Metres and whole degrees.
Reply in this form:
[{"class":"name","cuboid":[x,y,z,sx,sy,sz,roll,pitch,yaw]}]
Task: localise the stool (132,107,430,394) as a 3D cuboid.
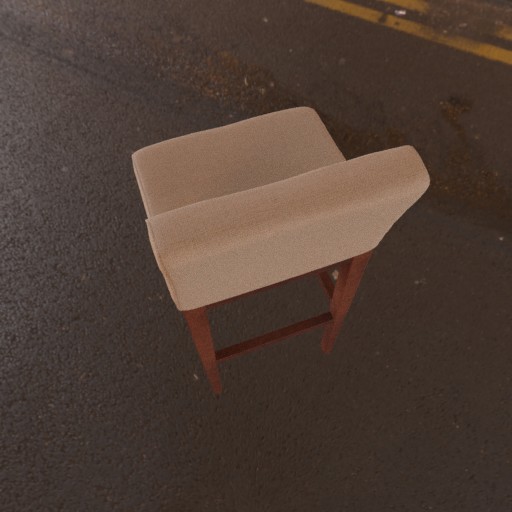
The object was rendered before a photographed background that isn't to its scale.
[{"class":"stool","cuboid":[0.000,0.000,1.285,0.511,1.037,0.500,-17,61,-10]}]
